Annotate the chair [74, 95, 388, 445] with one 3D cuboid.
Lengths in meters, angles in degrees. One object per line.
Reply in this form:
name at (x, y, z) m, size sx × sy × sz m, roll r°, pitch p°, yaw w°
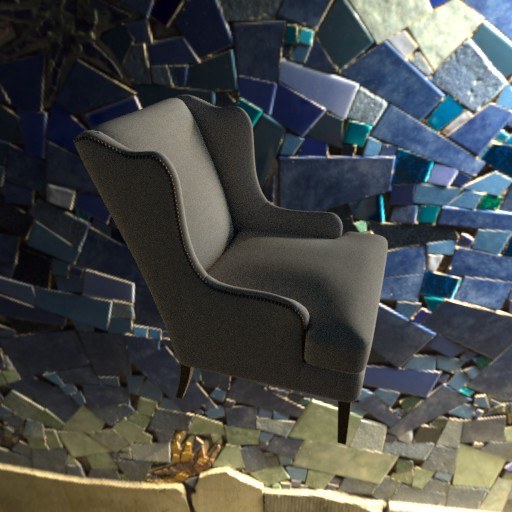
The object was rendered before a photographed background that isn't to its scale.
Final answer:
chair at (0.000, 0.000, 1.677) m, size 0.940 × 1.029 × 0.737 m, roll 10°, pitch 31°, yaw 16°
